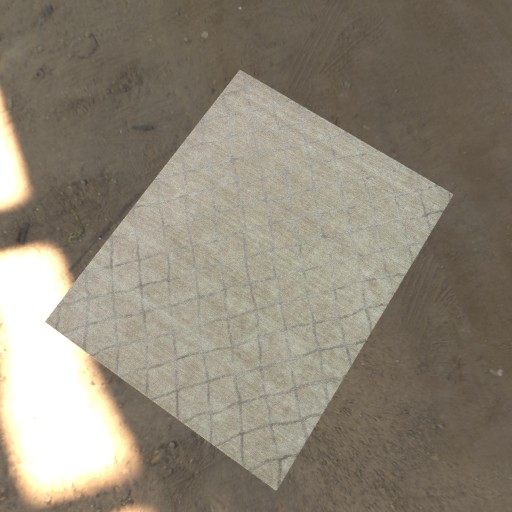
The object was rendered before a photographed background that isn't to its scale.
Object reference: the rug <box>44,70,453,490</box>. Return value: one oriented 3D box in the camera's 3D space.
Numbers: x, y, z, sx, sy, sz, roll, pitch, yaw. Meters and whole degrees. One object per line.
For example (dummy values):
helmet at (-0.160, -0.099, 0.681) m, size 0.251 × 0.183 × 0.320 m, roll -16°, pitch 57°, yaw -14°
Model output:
rug at (0.000, 0.000, 4.012) m, size 2.420 × 0.019 × 3.038 m, roll 33°, pitch 78°, yaw 8°
